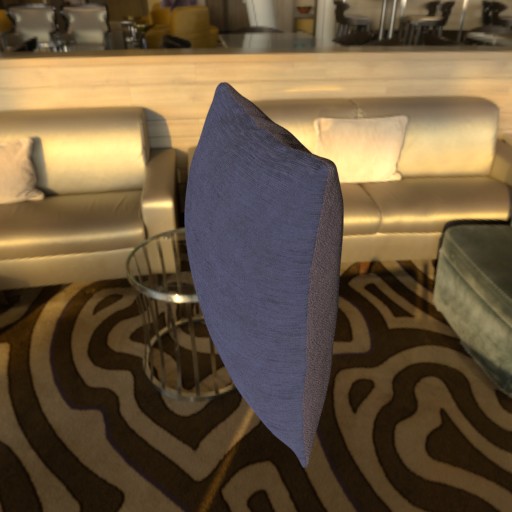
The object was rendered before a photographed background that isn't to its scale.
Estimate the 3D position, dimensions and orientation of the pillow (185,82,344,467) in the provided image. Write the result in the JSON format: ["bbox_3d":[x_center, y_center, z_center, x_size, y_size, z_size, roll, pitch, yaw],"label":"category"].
[{"bbox_3d":[0.000,0.000,0.686,0.204,0.439,0.452,-8,32,-14],"label":"pillow"}]
